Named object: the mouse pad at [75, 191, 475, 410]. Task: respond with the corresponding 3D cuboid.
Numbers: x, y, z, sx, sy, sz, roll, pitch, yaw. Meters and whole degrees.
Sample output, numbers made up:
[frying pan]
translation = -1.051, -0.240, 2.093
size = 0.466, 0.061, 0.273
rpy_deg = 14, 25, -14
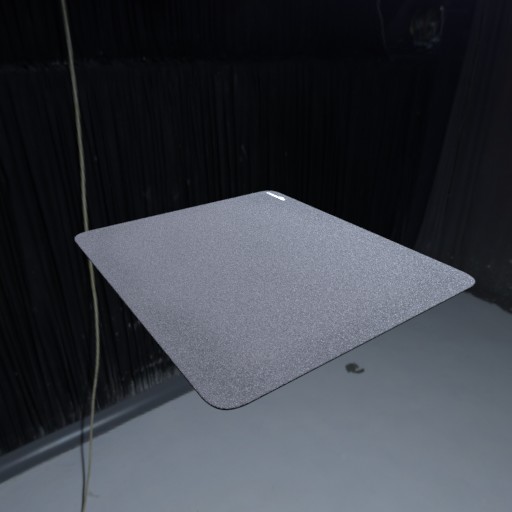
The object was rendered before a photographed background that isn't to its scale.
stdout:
[mouse pad]
translation = 0.000, 0.000, 0.630
size = 0.393, 0.002, 0.451
rpy_deg = -18, 32, -31
